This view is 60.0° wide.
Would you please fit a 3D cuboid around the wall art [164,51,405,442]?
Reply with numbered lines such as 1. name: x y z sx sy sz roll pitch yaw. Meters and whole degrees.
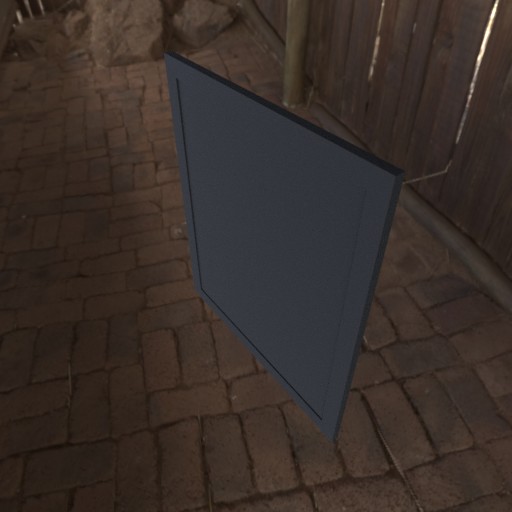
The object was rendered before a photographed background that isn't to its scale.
1. wall art: 0.000 0.000 0.499 0.010 0.361 0.311 -26 48 -27
